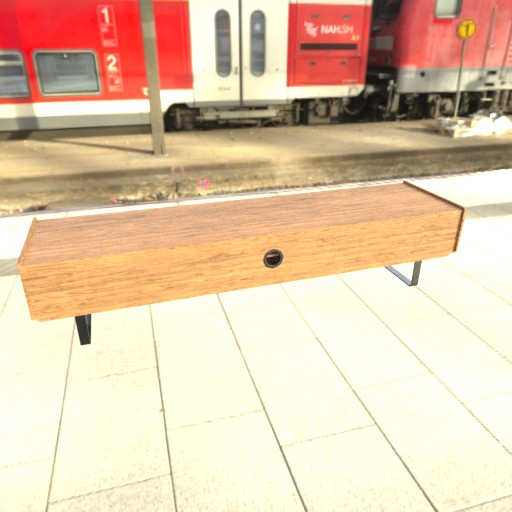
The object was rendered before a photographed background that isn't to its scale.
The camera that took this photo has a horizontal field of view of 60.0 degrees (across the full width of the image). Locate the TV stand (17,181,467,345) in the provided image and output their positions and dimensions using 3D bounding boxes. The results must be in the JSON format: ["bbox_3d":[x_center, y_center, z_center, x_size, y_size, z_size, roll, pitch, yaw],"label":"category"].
[{"bbox_3d":[0.000,0.000,1.985,1.796,0.415,0.467,-8,27,-16],"label":"TV stand"}]
